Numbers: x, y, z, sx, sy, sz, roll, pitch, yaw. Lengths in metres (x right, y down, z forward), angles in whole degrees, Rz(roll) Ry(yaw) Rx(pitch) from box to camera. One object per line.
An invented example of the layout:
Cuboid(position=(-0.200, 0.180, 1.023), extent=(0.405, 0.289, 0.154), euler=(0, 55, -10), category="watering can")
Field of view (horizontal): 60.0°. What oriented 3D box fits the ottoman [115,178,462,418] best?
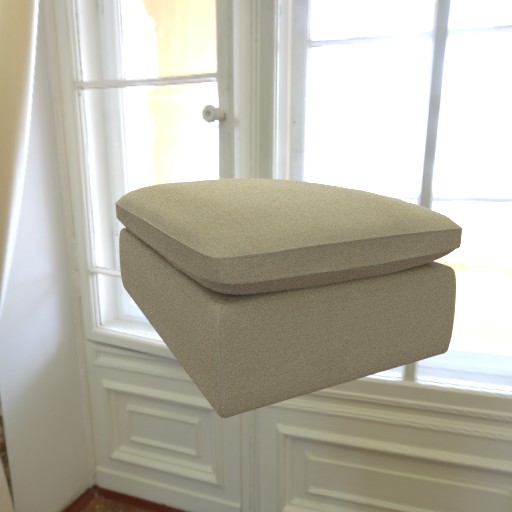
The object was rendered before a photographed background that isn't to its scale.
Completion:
Cuboid(position=(0.000, 0.000, 1.367), extent=(0.686, 0.453, 0.984), euler=(-7, 15, -26), category="ottoman")
